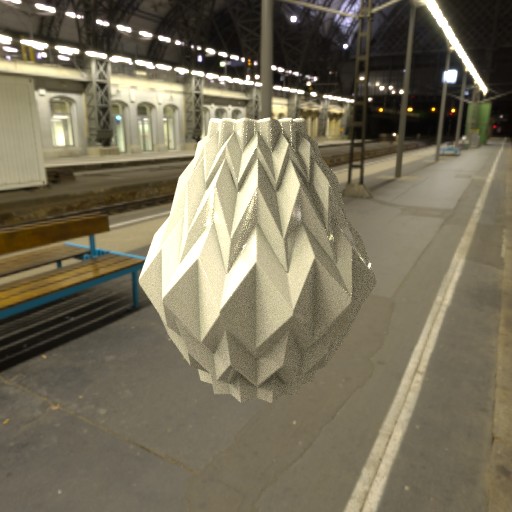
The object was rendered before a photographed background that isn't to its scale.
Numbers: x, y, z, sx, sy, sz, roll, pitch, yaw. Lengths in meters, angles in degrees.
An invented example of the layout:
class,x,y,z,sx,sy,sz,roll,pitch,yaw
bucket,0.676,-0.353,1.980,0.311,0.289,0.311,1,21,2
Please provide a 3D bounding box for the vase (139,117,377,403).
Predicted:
class,x,y,z,sx,sy,sz,roll,pitch,yaw
vase,0.000,0.000,0.313,0.164,0.185,0.164,0,16,0
